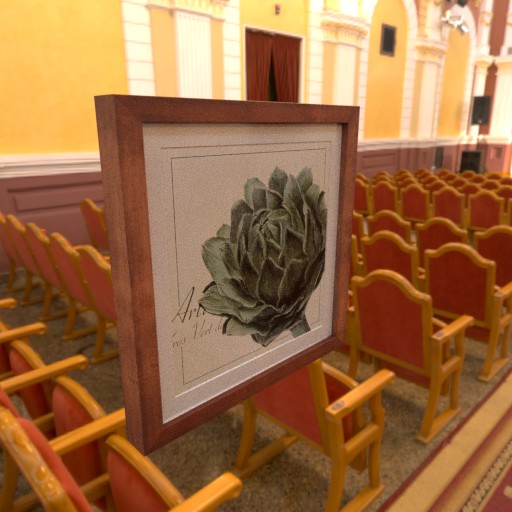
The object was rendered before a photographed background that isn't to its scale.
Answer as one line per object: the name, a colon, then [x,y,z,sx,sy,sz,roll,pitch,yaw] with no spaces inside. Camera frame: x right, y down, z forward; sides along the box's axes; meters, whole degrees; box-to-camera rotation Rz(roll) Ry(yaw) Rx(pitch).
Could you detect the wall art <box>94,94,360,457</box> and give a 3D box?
wall art: [0.000,0.000,0.587,0.386,0.385,0.038,-15,22,-42]
